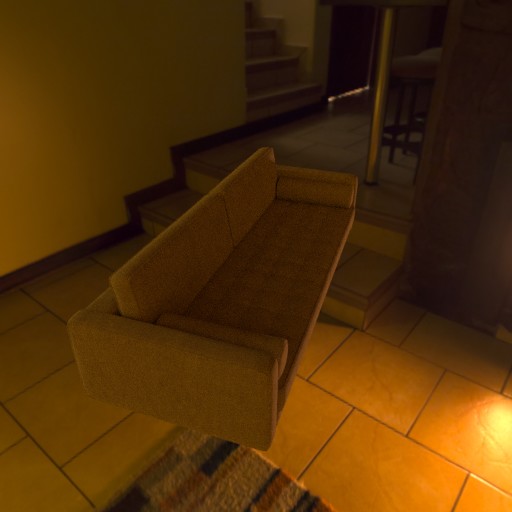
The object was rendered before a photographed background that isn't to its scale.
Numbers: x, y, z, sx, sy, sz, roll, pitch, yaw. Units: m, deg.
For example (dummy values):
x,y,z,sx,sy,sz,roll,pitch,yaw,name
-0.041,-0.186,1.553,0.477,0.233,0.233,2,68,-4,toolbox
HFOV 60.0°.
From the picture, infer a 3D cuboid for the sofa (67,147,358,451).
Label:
x,y,z,sx,sy,sz,roll,pitch,yaw,name
0.000,0.000,2.675,0.919,0.770,2.200,10,32,17,sofa
